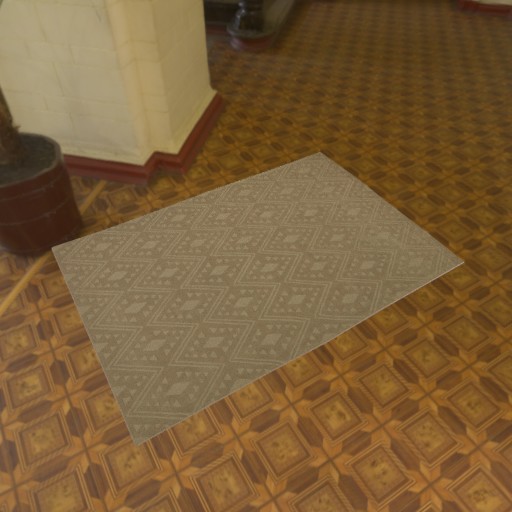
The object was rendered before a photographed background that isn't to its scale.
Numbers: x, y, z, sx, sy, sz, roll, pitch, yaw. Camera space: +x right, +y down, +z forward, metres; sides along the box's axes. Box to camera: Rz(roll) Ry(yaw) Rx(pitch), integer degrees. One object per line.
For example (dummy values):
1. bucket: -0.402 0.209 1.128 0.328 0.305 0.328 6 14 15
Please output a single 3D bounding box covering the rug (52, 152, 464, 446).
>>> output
1. rug: 0.000 0.000 2.370 1.829 0.034 1.252 -24 50 -22
